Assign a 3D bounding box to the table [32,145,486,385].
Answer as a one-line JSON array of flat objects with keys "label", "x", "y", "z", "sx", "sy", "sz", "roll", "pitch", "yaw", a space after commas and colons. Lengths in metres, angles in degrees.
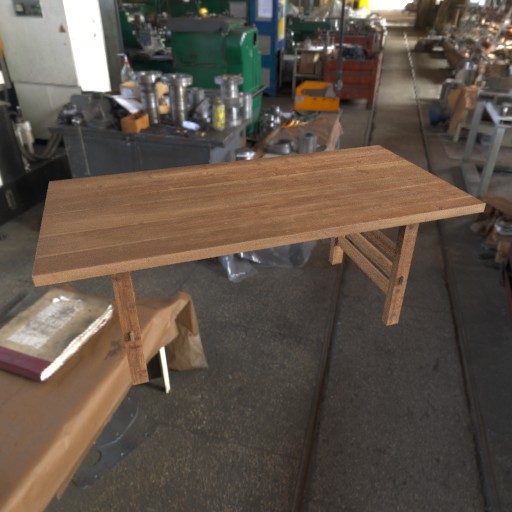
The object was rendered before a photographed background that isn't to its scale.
[{"label": "table", "x": 0.000, "y": 0.000, "z": 2.436, "sx": 2.003, "sy": 0.760, "sz": 0.952, "roll": -10, "pitch": 33, "yaw": -15}]
